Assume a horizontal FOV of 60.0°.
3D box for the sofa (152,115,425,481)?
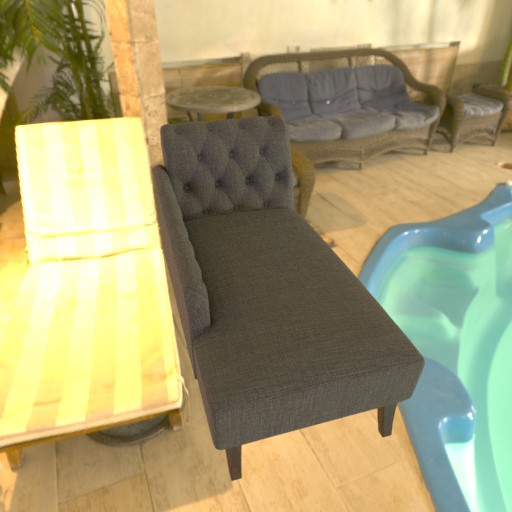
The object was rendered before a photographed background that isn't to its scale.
[{"bbox_3d":[0.000,0.000,1.800,0.675,0.787,1.379,-9,33,-14],"label":"sofa"}]
